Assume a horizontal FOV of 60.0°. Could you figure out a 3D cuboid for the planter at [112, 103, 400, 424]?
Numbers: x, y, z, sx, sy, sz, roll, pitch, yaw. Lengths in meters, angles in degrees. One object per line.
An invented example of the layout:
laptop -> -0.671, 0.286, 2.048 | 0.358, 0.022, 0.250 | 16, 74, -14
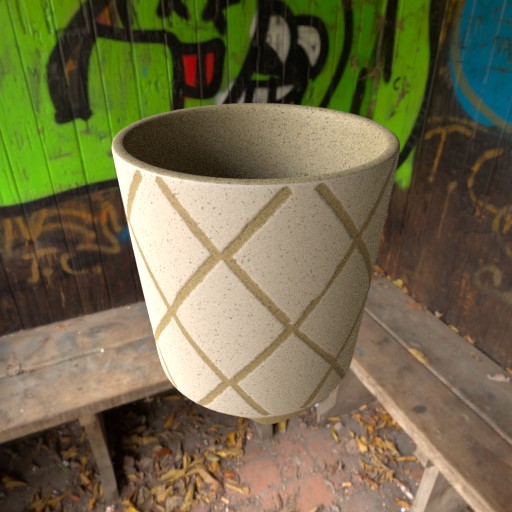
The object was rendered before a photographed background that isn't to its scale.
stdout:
planter -> 0.000, 0.000, 0.421 | 0.228, 0.235, 0.228 | 0, 31, 0
